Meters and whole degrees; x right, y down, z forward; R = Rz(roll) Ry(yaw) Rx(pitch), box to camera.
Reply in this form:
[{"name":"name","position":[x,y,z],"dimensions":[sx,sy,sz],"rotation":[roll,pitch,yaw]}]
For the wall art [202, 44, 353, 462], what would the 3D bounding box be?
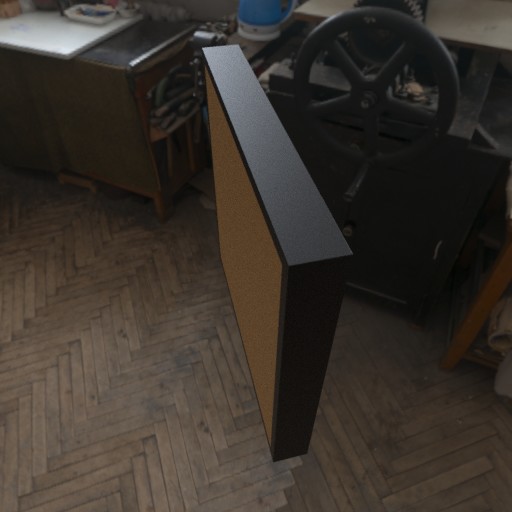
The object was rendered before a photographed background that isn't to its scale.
[{"name":"wall art","position":[0.000,0.000,0.455],"dimensions":[0.038,0.304,0.304],"rotation":[-10,47,-9]}]
